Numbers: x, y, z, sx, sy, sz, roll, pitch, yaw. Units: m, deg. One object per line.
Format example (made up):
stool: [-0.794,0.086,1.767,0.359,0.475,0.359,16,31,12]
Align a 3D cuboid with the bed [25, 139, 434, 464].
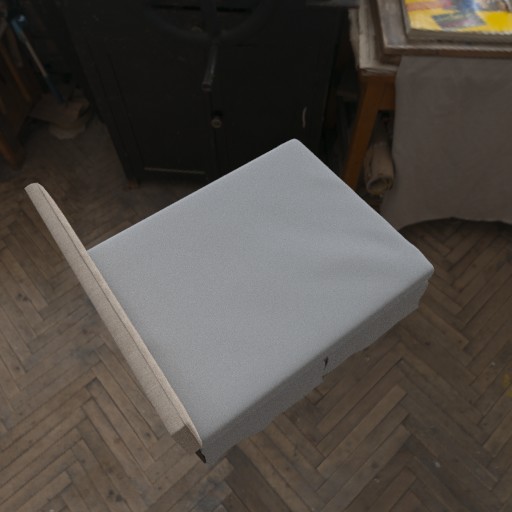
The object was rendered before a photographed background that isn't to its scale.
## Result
bed: [0.000,0.000,2.926,1.978,1.270,1.643,-32,64,-18]
